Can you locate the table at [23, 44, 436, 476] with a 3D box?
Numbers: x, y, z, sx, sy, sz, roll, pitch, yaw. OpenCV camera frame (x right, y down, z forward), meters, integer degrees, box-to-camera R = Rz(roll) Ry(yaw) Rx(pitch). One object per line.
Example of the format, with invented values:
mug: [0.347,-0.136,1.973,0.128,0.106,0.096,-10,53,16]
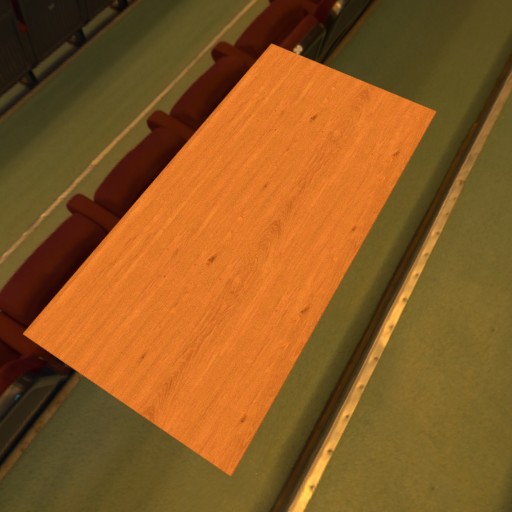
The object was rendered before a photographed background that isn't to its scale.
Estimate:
table: [0.000,0.000,1.128,0.450,0.452,0.899,28,67,13]
